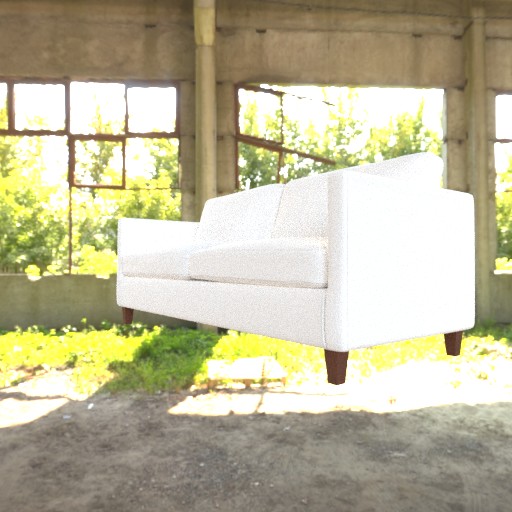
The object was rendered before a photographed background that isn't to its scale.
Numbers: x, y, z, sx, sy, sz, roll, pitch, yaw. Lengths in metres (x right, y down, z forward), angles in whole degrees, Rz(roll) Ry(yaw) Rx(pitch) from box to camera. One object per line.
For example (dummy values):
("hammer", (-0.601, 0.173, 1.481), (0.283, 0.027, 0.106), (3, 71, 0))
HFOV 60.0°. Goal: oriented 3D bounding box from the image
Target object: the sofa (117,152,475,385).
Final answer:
("sofa", (0.000, 0.000, 2.582), (0.924, 0.933, 2.139), (1, -1, -37))
